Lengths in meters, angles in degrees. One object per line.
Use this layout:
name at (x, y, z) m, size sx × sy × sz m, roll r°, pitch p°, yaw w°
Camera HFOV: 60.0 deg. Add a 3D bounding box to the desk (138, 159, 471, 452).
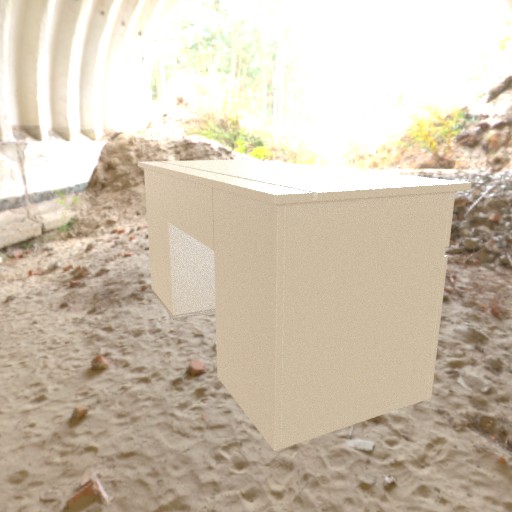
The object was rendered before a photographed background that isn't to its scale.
desk at (0.000, 0.000, 1.973) m, size 0.670 × 0.760 × 1.580 m, roll -7°, pitch 17°, yaw -25°
